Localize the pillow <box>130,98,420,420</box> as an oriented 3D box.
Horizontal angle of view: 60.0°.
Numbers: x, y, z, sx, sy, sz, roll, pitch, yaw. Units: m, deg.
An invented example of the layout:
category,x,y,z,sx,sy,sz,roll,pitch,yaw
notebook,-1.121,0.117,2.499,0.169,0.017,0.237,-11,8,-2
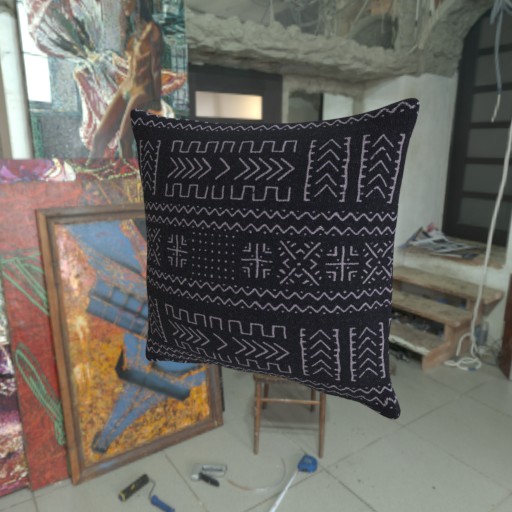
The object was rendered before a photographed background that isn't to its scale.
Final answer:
category,x,y,z,sx,sy,sz,roll,pitch,yaw
pillow,0.000,0.000,0.654,0.438,0.430,0.164,6,15,25
